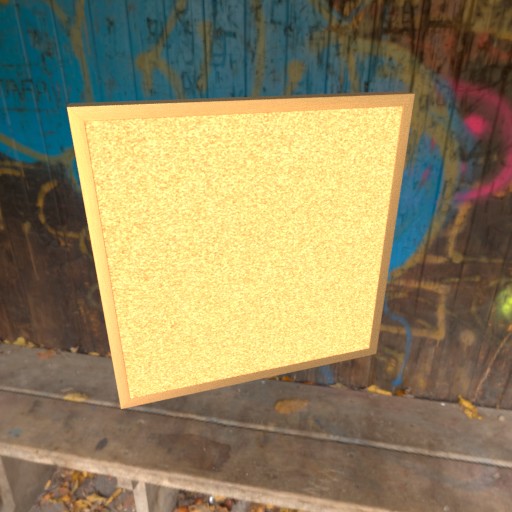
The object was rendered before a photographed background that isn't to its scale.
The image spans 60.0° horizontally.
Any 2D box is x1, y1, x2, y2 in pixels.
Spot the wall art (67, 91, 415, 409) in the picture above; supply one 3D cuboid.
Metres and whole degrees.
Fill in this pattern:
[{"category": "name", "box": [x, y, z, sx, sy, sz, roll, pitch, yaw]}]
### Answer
[{"category": "wall art", "box": [0.000, 0.000, 0.753, 0.510, 0.509, 0.037, -8, 27, -16]}]
